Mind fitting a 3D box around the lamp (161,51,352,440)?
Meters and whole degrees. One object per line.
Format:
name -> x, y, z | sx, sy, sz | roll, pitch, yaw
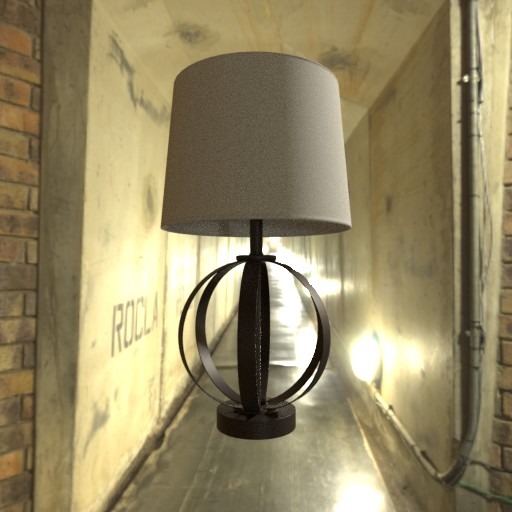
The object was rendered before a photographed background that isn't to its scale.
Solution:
lamp -> 0.000, 0.000, 0.678 | 0.286, 0.510, 0.286 | 0, -2, 0
